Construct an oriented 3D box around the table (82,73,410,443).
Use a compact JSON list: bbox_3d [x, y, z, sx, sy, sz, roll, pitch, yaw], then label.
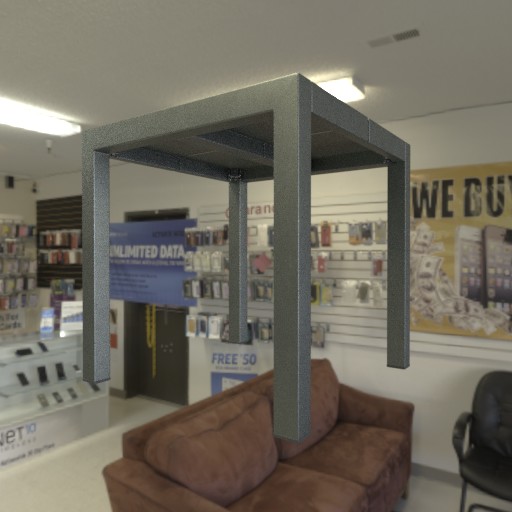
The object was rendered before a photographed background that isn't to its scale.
[{"bbox_3d":[0.000,0.000,0.958,0.508,0.508,0.508,0,1,36],"label":"table"}]
